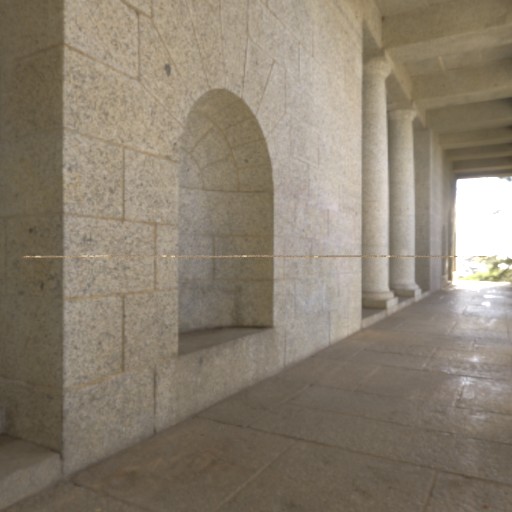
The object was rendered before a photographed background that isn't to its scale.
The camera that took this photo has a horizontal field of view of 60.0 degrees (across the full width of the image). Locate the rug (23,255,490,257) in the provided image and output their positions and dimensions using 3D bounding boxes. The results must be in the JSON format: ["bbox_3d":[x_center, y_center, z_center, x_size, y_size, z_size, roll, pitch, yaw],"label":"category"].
[{"bbox_3d":[0.000,0.000,2.206,1.748,0.010,1.142,0,0,0],"label":"rug"}]
